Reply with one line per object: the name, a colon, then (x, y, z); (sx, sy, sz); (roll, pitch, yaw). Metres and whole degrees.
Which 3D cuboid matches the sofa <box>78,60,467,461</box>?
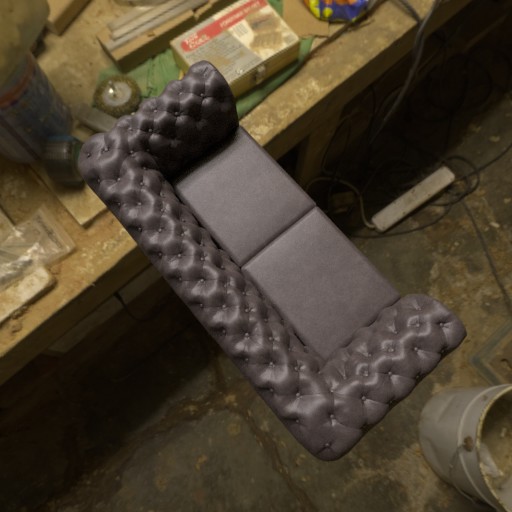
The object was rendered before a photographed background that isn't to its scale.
sofa: (0.000, 0.000, 2.503); (0.944, 0.779, 2.048); (-39, 78, -10)
